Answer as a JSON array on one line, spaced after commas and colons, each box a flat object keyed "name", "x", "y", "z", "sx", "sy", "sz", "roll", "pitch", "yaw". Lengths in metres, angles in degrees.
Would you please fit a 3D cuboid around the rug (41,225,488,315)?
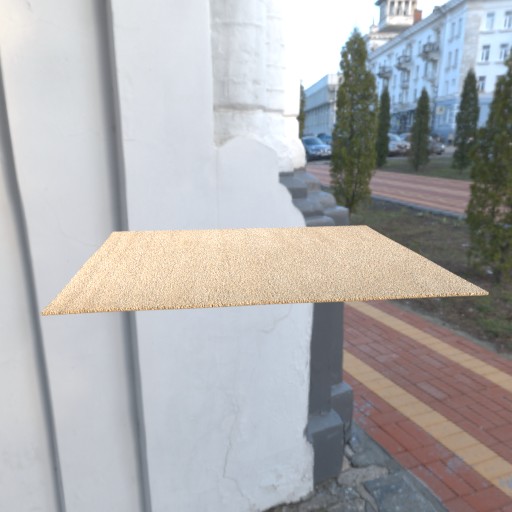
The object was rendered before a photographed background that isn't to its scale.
[{"name": "rug", "x": 0.000, "y": 0.000, "z": 4.090, "sx": 3.000, "sy": 0.026, "sz": 2.400, "roll": -2, "pitch": 15, "yaw": -7}]
